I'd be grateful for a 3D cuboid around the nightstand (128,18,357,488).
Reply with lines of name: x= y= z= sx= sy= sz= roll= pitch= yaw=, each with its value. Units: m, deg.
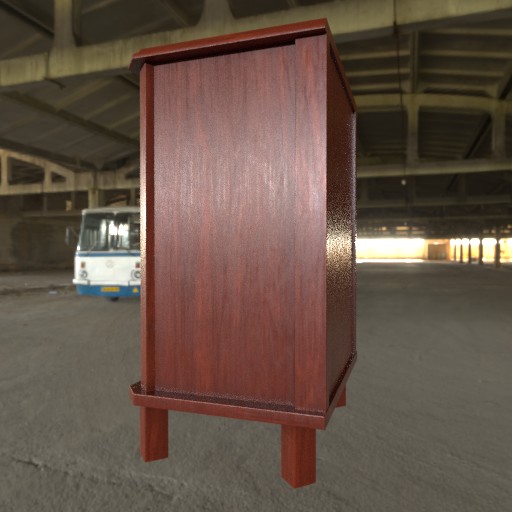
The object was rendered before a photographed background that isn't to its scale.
nightstand: x=0.000 y=0.000 z=0.882 sx=0.351 sy=0.681 sz=0.435 roll=0 pitch=1 yaw=19
